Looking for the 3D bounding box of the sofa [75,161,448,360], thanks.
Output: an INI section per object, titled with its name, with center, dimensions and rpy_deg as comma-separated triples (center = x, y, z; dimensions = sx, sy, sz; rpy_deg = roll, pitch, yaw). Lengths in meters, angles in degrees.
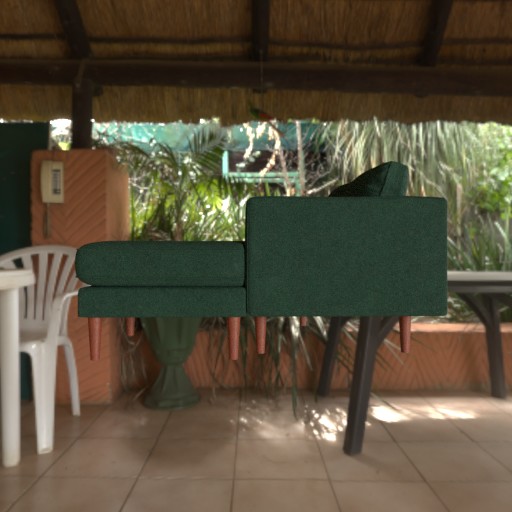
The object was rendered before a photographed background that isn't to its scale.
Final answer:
[sofa]
center = 0.000, 0.000, 2.852
dimensions = 1.580, 0.899, 2.030
rpy_deg = 0, 0, -1
